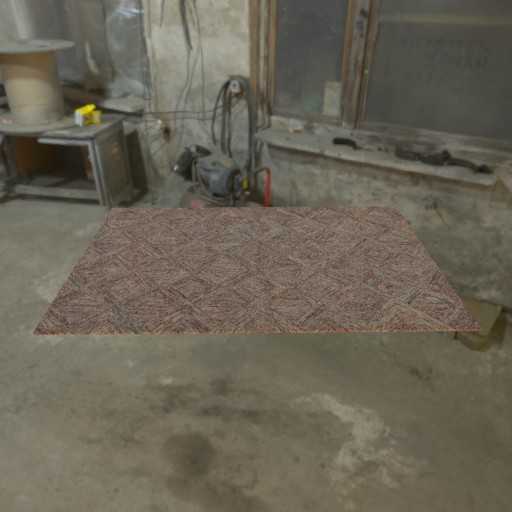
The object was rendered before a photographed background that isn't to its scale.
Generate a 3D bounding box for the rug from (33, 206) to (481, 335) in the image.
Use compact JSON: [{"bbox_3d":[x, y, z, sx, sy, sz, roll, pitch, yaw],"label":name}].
[{"bbox_3d":[0.000,0.000,2.914,2.285,0.019,1.523,0,31,-1],"label":"rug"}]
